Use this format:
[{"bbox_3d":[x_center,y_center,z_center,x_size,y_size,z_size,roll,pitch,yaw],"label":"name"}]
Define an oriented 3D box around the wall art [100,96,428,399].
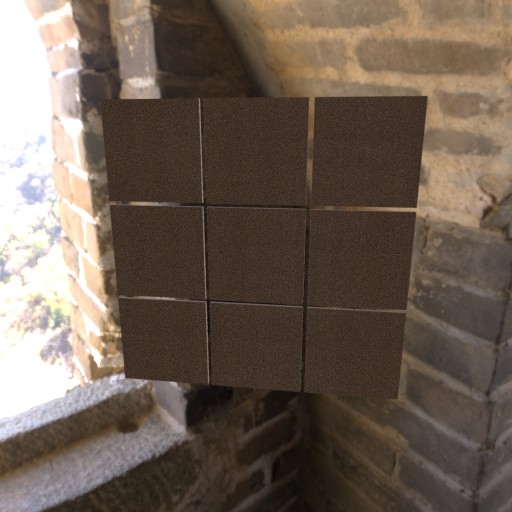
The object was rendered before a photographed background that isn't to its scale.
[{"bbox_3d":[0.000,0.000,1.806,1.219,1.218,0.013,2,16,8],"label":"wall art"}]
